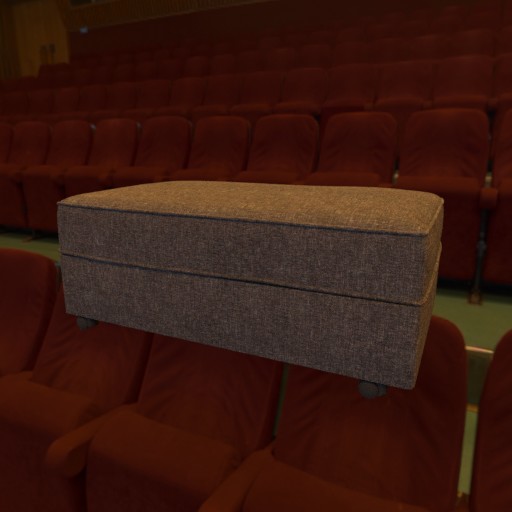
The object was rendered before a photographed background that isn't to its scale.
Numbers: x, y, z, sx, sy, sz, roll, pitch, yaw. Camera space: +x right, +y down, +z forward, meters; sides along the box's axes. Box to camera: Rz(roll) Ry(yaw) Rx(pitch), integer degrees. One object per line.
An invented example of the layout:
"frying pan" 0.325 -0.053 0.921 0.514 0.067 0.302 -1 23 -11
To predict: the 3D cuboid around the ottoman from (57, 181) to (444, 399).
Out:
"ottoman" 0.000 0.000 1.560 1.184 0.487 0.717 7 16 24
